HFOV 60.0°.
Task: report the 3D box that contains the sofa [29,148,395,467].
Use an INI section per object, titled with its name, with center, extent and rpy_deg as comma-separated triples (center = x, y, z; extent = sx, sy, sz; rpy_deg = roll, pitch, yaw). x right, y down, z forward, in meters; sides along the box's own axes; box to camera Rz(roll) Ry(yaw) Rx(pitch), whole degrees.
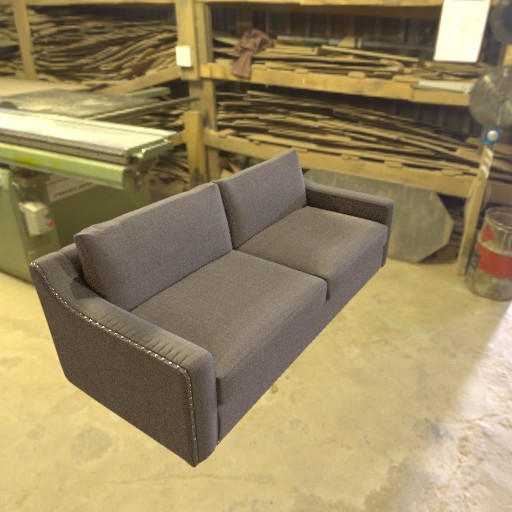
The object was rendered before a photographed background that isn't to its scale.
[sofa]
center = 0.000, 0.000, 2.686
extent = 1.000, 0.857, 2.208
rpy_deg = 18, 32, 30
